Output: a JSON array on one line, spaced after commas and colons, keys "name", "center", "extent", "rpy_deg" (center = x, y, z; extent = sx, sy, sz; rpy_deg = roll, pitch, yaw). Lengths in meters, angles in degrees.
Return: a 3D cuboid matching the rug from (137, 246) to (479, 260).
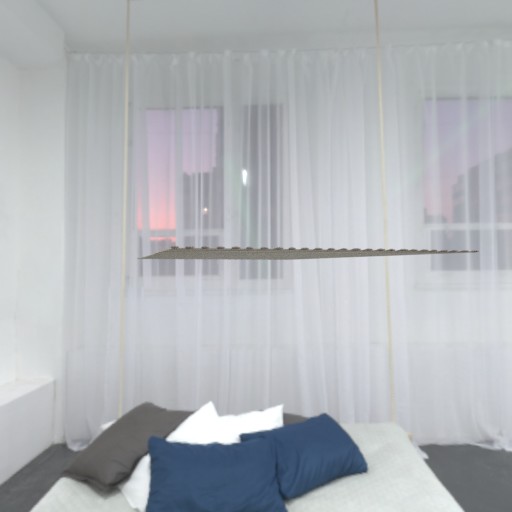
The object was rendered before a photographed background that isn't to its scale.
[{"name": "rug", "center": [0.000, 0.000, 2.569], "extent": [1.229, 0.011, 2.096], "rpy_deg": [0, -1, -18]}]
